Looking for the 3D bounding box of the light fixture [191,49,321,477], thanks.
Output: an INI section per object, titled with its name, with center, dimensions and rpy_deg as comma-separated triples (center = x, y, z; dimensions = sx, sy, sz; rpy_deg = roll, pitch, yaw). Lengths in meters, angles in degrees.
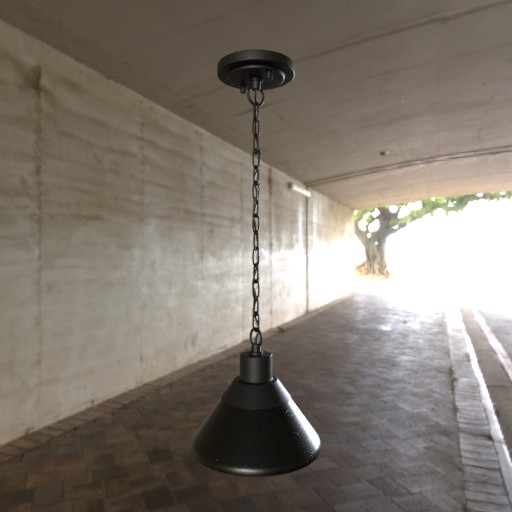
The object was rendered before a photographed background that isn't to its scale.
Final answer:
[light fixture]
center = 0.000, 0.000, 0.690
dimensions = 0.201, 0.588, 0.201
rpy_deg = 0, 0, -35
